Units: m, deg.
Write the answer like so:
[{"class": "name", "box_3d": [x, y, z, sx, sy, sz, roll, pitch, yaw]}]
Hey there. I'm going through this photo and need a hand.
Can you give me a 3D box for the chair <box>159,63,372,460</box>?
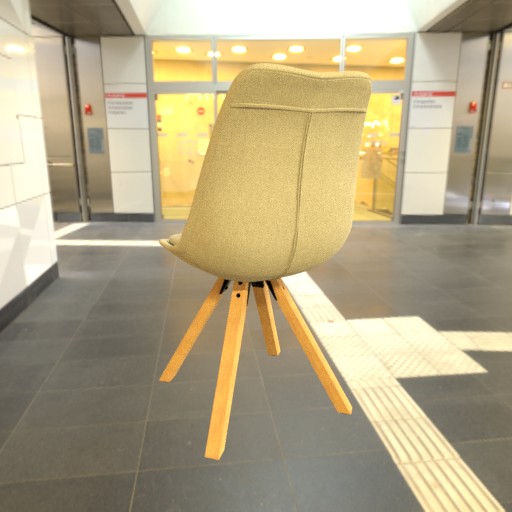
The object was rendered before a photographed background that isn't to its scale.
[{"class": "chair", "box_3d": [0.000, 0.000, 1.180, 0.474, 0.863, 0.549, -7, 16, -26]}]
